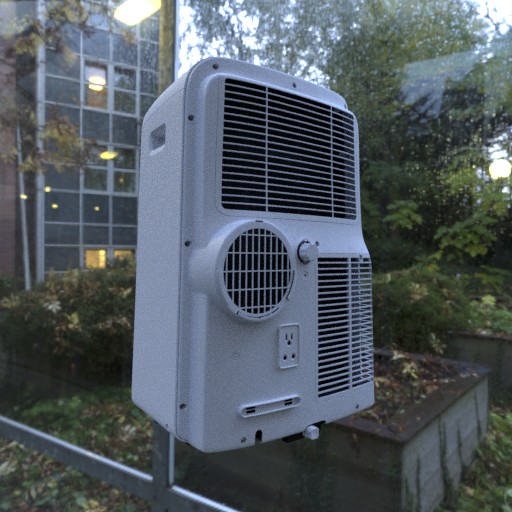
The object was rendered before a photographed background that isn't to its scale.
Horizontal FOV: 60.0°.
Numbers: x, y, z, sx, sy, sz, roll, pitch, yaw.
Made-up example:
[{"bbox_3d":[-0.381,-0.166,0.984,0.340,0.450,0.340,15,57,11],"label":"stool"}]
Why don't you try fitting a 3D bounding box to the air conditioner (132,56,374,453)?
[{"bbox_3d":[0.000,0.000,0.948,0.454,0.700,0.365,0,-1,-37],"label":"air conditioner"}]
